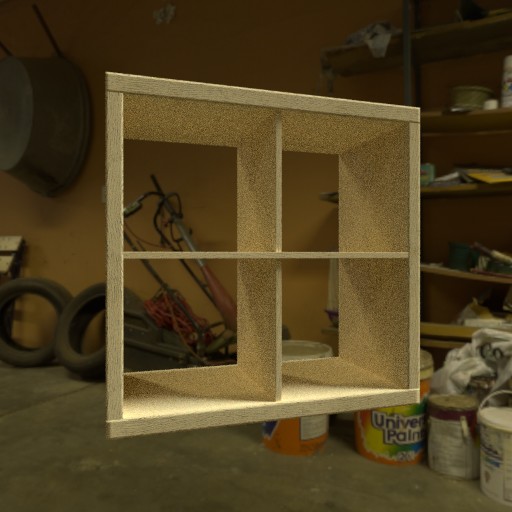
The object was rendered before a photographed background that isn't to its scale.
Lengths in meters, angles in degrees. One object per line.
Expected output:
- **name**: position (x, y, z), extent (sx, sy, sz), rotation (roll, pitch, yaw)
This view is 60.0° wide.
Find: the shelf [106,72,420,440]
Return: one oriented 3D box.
- **shelf**: position (0.000, 0.000, 1.247), extent (0.790, 0.786, 0.390), rotation (0, 0, -17)
